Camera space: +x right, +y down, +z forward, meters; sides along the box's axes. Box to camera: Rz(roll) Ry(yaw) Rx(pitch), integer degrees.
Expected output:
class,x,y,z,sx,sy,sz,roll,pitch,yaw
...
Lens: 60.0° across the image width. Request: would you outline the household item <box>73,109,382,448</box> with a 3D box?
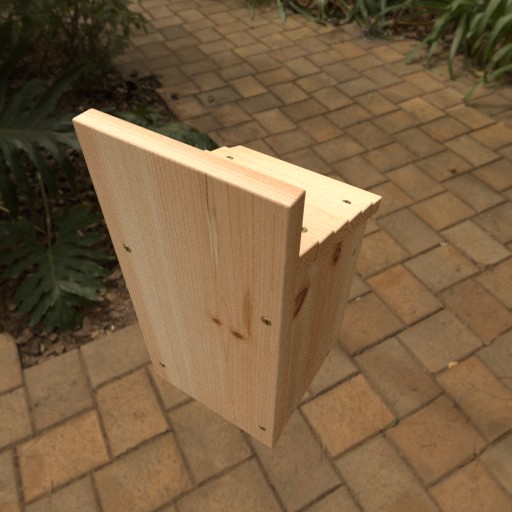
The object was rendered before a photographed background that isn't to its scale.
class,x,y,z,sx,sy,sz,roll,pitch,yaw
household item,0.000,0.000,0.388,0.149,0.300,0.171,25,51,22
